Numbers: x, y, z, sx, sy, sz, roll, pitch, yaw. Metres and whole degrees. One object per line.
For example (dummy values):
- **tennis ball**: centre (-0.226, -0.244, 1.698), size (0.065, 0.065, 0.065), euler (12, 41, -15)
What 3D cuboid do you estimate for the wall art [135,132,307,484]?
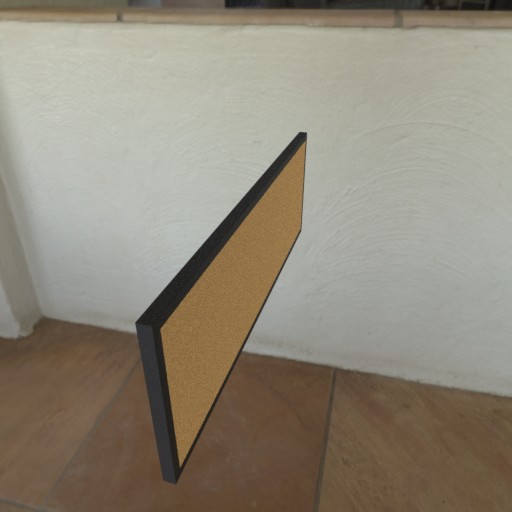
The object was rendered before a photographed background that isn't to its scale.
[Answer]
- **wall art**: centre (0.000, 0.000, 1.717), size (0.041, 0.554, 1.572), euler (9, 32, 15)
